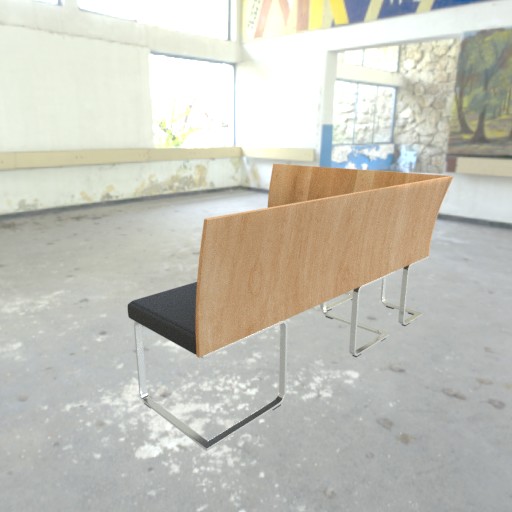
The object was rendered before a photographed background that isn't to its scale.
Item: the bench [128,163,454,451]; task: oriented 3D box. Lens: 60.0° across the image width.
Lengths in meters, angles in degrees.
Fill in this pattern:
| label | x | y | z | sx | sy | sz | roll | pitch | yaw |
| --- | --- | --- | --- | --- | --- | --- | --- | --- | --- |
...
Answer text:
| label | x | y | z | sx | sy | sz | roll | pitch | yaw |
| --- | --- | --- | --- | --- | --- | --- | --- | --- | --- |
| bench | 0.000 | 0.000 | 2.693 | 1.495 | 0.930 | 1.945 | 15 | 22 | 43 |
